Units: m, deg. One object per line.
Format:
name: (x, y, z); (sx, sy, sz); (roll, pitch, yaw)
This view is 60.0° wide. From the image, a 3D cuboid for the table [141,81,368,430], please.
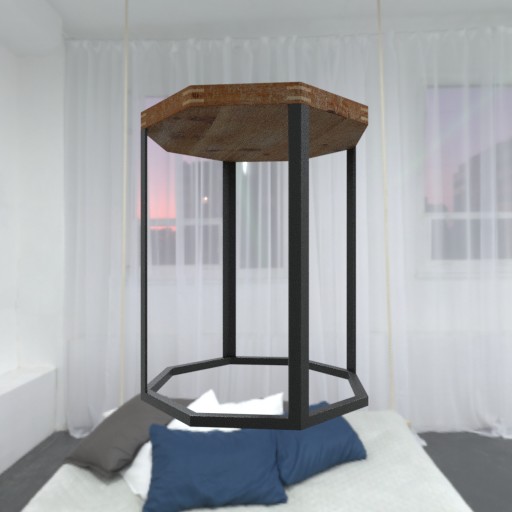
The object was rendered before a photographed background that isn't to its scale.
table: (0.000, 0.000, 0.908); (0.458, 0.543, 0.458); (0, 0, -18)
